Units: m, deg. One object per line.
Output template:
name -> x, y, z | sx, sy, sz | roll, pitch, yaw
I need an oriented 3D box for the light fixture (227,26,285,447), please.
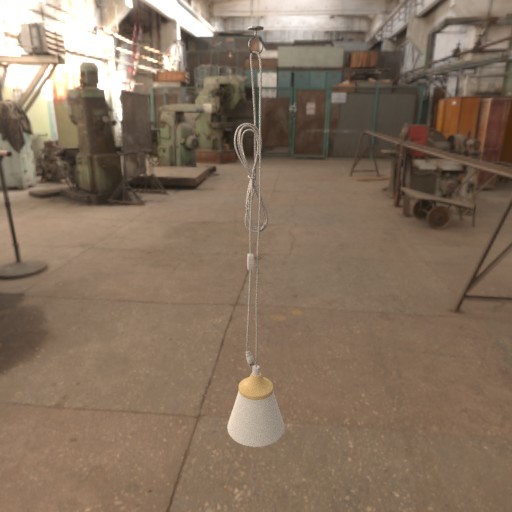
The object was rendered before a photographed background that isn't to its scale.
light fixture -> 0.000, 0.000, 1.041 | 0.153, 0.966, 0.153 | 3, 18, 8
